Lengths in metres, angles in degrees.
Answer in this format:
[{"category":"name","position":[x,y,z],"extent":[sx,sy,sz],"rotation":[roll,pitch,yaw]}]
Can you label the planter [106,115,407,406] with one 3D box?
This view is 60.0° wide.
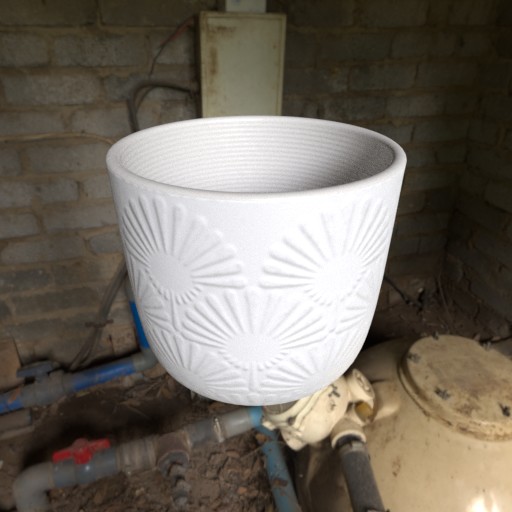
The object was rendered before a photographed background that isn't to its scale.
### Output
[{"category":"planter","position":[0.000,0.000,0.215],"extent":[0.124,0.109,0.124],"rotation":[0,29,0]}]
